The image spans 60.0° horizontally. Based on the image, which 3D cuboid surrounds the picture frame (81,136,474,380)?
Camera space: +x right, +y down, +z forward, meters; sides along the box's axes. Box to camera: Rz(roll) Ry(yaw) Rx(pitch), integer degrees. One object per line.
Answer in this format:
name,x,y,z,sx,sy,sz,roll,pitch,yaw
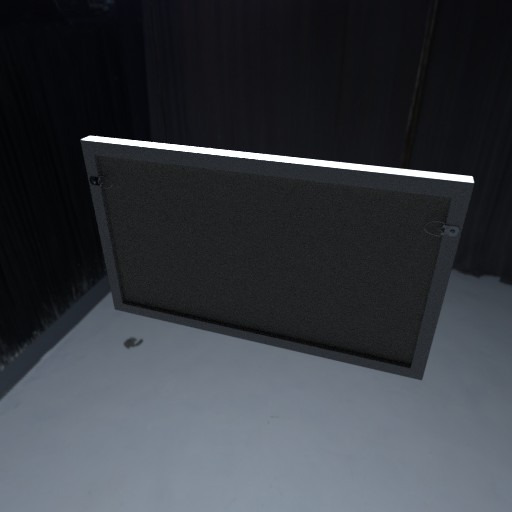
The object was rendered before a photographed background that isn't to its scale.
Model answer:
picture frame,0.000,0.000,0.810,0.647,0.379,0.044,10,32,16
